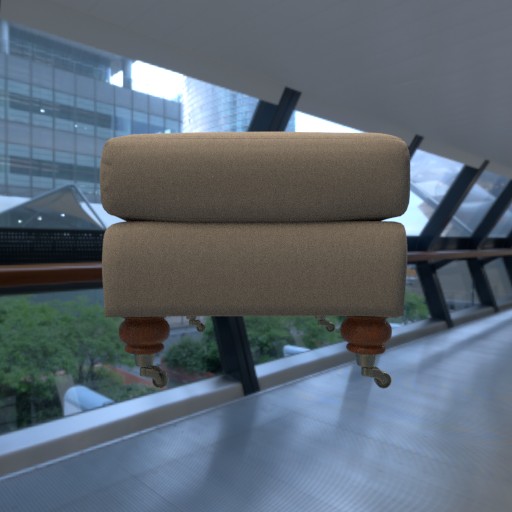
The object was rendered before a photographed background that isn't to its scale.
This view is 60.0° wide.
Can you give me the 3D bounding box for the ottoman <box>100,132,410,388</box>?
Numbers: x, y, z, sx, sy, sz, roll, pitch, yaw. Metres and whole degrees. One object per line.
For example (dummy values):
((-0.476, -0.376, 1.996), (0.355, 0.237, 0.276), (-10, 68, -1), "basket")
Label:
((0.000, 0.000, 1.151), (0.574, 0.497, 0.773), (0, 0, 0), "ottoman")
